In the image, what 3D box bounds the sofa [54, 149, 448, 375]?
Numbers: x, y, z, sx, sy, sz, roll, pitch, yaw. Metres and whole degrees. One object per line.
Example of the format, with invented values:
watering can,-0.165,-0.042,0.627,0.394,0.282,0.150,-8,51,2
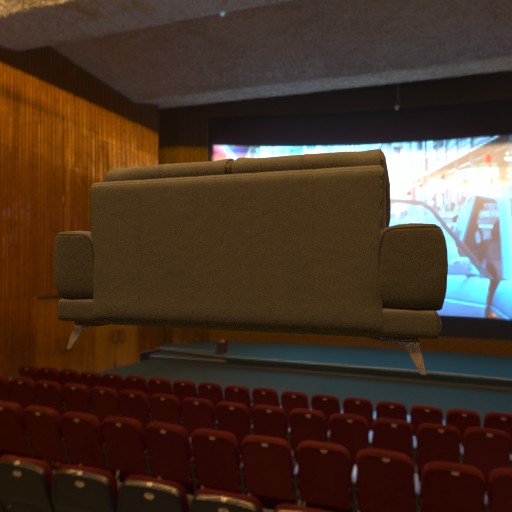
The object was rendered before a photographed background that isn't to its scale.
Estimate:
sofa,0.000,0.000,2.358,1.806,0.907,1.018,0,-1,17
